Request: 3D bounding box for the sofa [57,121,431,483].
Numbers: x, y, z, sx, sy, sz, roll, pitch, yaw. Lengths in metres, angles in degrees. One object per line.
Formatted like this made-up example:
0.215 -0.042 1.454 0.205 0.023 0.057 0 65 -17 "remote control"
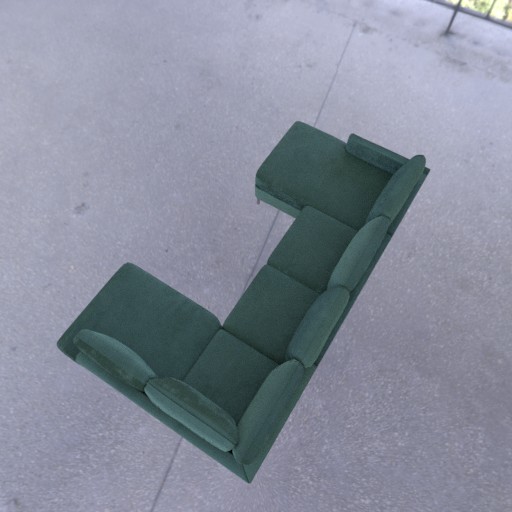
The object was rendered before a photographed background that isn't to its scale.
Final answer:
0.000 0.000 4.315 2.055 0.992 3.434 30 68 14 "sofa"
